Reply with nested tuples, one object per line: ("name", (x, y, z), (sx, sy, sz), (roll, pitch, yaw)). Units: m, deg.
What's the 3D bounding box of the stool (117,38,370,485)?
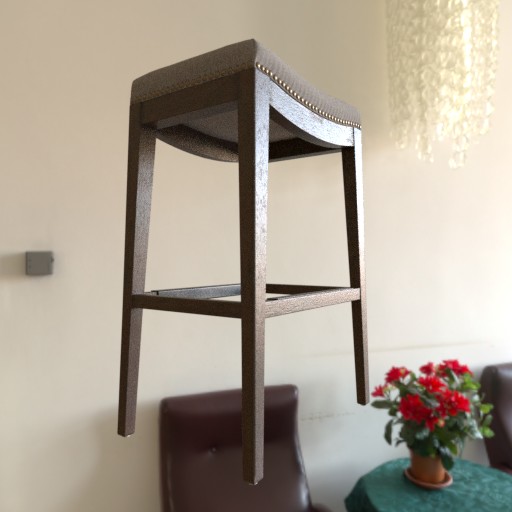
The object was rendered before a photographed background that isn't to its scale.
("stool", (0.000, 0.000, 1.035), (0.356, 0.762, 0.508), (0, 0, 36))
